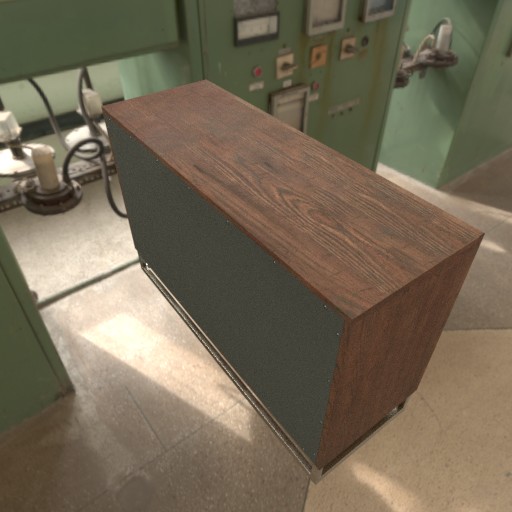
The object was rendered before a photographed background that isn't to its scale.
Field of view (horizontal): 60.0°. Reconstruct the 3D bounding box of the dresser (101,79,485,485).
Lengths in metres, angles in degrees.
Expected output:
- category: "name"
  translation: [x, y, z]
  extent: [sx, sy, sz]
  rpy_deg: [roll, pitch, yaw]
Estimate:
- category: "dresser"
  translation: [0.000, 0.000, 2.104]
  extent: [0.623, 1.061, 1.646]
  rpy_deg: [-26, 48, -27]
